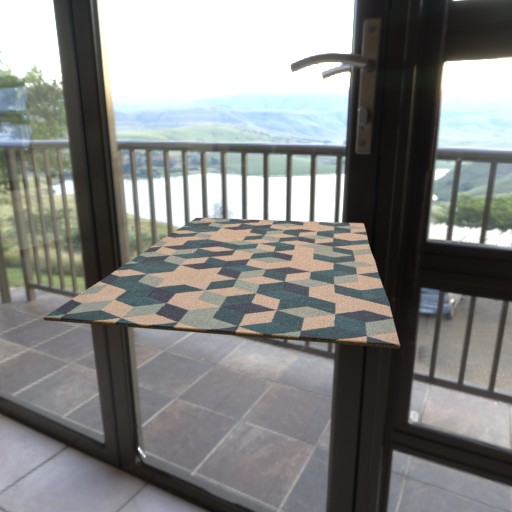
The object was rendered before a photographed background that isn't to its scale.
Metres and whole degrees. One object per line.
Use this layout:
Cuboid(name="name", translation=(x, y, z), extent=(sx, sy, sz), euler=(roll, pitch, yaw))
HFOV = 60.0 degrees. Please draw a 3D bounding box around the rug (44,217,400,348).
Cuboid(name="rug", translation=(0.000, 0.000, 2.335), extent=(1.235, 0.014, 1.829), euler=(3, 16, 9))
